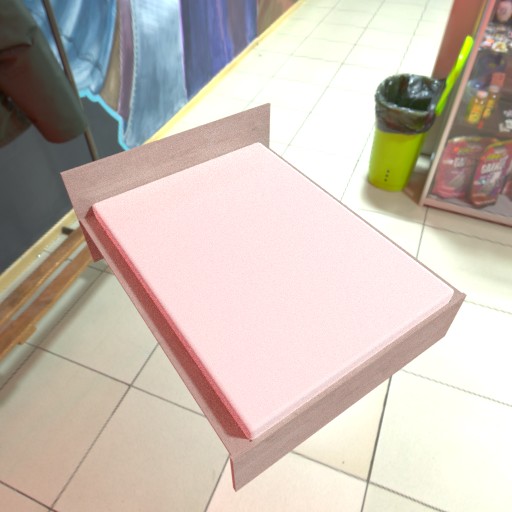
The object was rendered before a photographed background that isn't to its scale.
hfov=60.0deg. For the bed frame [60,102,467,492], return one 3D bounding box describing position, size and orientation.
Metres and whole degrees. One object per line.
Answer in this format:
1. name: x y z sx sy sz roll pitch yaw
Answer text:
1. bed frame: 0.000 0.000 2.826 1.622 0.800 1.960 -27 51 -24
